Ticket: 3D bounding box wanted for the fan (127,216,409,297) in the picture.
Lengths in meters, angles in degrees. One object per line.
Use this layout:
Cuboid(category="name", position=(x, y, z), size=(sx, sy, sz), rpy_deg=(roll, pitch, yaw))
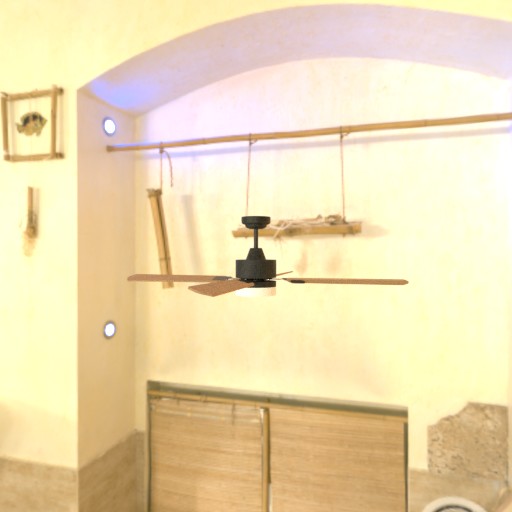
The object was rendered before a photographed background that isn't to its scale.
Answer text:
Cuboid(category="fan", position=(0.000, 0.000, 2.024), size=(1.320, 0.355, 1.320), rpy_deg=(0, 0, 16))
